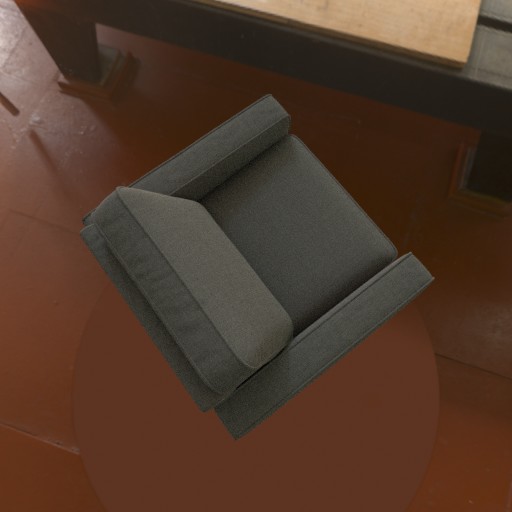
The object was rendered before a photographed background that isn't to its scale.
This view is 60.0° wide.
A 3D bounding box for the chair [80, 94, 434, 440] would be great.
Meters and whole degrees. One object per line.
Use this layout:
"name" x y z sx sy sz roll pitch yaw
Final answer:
"chair" 0.000 0.000 1.751 0.940 0.919 1.017 -36 78 -9
